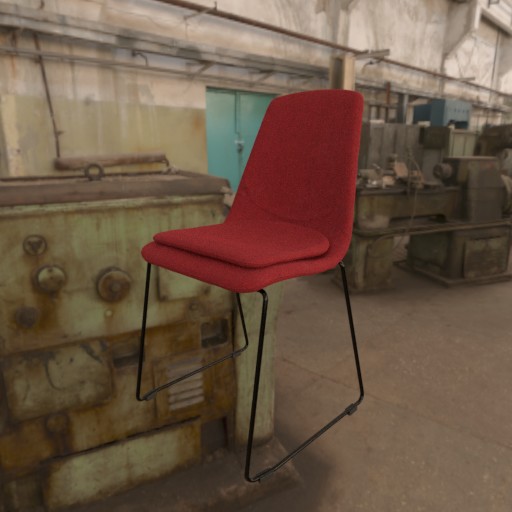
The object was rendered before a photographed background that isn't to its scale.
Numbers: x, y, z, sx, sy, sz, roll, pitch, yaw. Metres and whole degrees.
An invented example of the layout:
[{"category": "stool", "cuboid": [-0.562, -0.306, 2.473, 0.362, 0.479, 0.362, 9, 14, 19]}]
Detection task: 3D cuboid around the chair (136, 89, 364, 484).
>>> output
[{"category": "chair", "cuboid": [0.000, 0.000, 1.170, 0.479, 0.858, 0.518, 14, 21, 42]}]
